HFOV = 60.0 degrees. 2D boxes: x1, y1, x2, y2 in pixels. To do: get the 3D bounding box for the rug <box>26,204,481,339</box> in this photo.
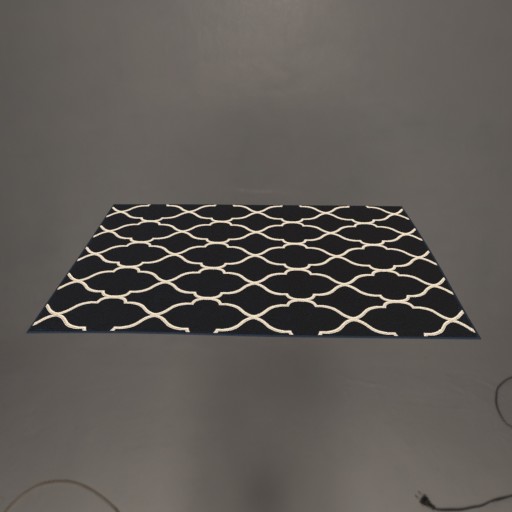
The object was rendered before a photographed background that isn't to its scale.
[{"bbox_3d":[0.000,0.000,2.863,2.294,0.014,1.528,1,32,1],"label":"rug"}]
